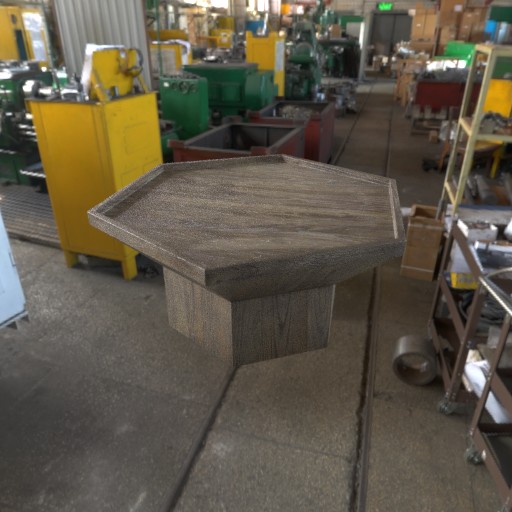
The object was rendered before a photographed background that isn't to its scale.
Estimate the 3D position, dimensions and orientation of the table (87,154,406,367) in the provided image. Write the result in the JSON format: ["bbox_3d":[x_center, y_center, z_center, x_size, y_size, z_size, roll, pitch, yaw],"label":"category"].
[{"bbox_3d":[0.000,0.000,1.657,1.115,0.488,0.966,-8,29,-15],"label":"table"}]
